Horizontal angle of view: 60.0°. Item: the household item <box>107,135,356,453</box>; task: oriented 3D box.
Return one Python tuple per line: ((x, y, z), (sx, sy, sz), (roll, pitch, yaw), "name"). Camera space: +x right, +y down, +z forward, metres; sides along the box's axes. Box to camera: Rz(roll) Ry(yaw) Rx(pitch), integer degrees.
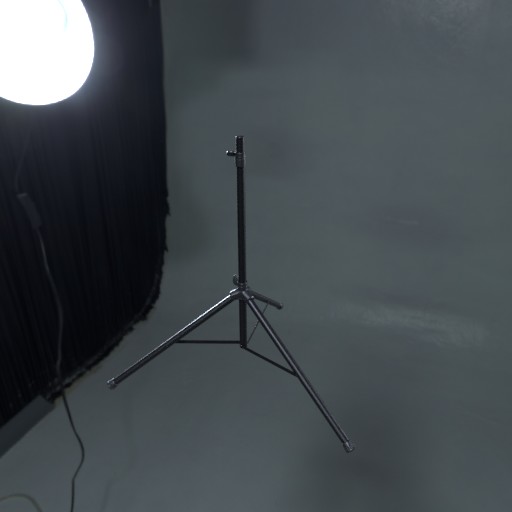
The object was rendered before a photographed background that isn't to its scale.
((0.000, 0.000, 2.853), (1.596, 1.595, 1.339), (9, 27, 18), "household item")
